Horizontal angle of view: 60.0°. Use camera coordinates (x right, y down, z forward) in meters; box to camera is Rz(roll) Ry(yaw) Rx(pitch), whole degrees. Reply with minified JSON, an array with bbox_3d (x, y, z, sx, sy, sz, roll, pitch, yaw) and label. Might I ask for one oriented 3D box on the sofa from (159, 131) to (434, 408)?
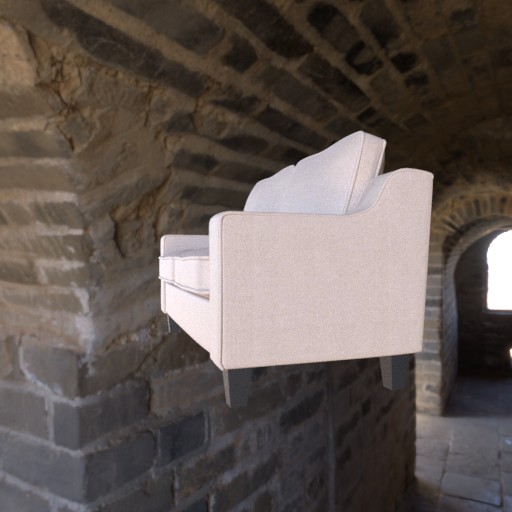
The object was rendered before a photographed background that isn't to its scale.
[{"bbox_3d":[0.000,0.000,3.583,1.351,1.562,2.587,0,0,-18],"label":"sofa"}]
